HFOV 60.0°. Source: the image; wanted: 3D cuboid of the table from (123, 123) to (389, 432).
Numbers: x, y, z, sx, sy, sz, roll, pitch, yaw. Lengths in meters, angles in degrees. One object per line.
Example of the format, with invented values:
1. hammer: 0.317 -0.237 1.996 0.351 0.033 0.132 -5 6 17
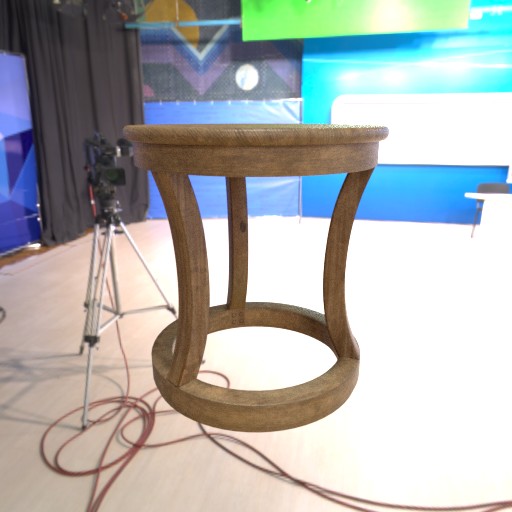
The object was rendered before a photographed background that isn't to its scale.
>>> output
1. table: 0.000 0.000 0.813 0.432 0.460 0.432 0 17 0
